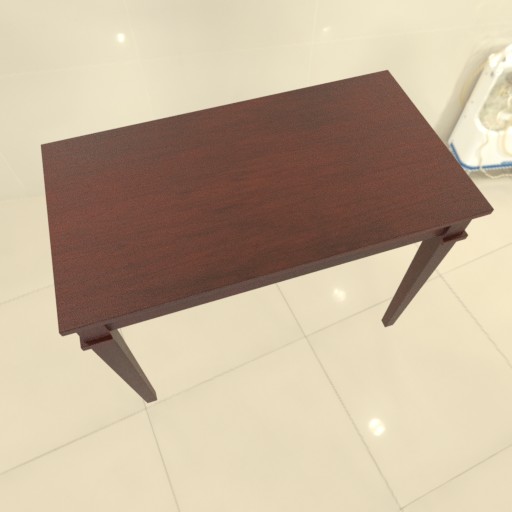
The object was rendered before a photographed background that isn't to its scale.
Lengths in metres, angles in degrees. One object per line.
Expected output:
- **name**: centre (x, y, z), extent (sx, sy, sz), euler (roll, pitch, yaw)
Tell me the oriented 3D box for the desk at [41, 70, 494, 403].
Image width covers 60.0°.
- **desk**: centre (0.000, 0.000, 1.421), extent (1.001, 0.762, 0.549), euler (-15, 60, -9)
